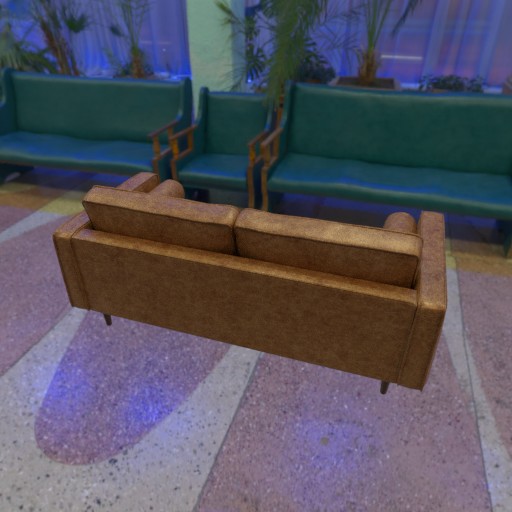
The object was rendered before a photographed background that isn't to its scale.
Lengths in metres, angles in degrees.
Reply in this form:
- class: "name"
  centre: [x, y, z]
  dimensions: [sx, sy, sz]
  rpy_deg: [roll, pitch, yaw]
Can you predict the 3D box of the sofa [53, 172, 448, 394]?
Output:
- class: "sofa"
  centre: [0.000, 0.000, 2.458]
  dimensions: [1.920, 0.825, 0.924]
  rpy_deg: [10, 34, 15]
